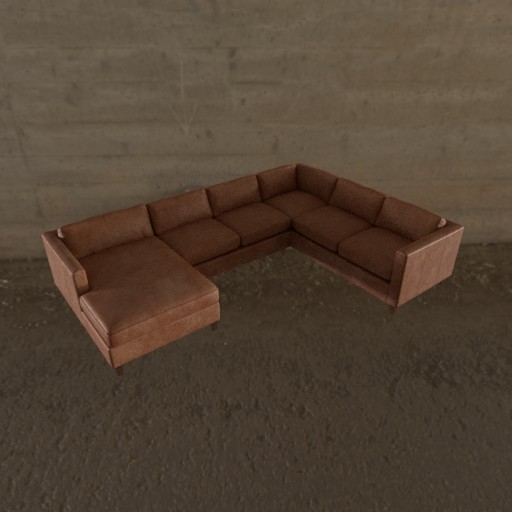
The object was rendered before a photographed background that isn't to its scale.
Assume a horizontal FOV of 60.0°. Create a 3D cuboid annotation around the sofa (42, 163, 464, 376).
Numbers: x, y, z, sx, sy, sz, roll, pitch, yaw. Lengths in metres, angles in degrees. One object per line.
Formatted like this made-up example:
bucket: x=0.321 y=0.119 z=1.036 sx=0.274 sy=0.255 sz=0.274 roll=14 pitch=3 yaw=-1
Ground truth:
sofa: x=0.000 y=0.000 z=4.507 sx=3.401 sy=0.832 sz=2.430 roll=-21 pitch=37 yaw=-32
